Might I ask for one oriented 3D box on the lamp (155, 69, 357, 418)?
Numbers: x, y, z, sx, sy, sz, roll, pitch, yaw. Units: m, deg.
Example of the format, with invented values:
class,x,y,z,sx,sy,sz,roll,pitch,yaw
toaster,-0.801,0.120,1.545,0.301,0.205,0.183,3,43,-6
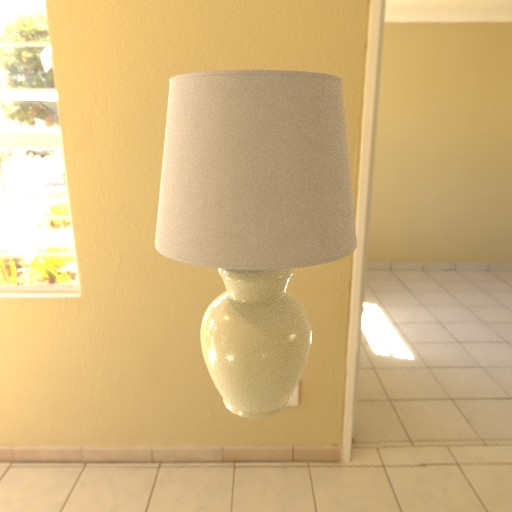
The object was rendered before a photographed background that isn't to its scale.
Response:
class,x,y,z,sx,sy,sz,roll,pitch,yaw
lamp,0.000,0.000,0.542,0.239,0.399,0.239,0,15,0
